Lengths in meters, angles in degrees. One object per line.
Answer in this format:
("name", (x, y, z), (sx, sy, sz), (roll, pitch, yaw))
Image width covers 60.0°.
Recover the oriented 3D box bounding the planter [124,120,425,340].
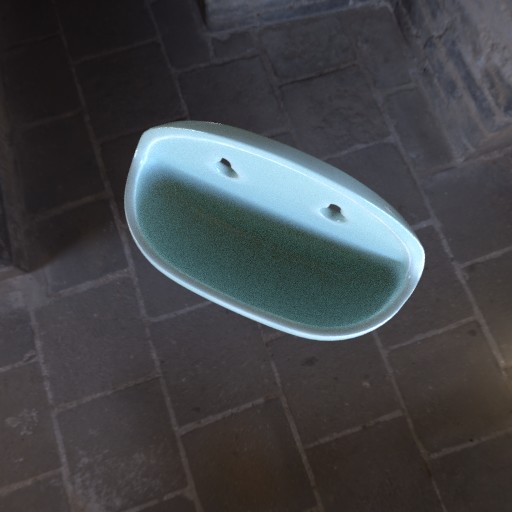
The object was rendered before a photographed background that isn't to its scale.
("planter", (0.000, 0.000, 0.274), (0.189, 0.164, 0.073), (24, 78, 5))
